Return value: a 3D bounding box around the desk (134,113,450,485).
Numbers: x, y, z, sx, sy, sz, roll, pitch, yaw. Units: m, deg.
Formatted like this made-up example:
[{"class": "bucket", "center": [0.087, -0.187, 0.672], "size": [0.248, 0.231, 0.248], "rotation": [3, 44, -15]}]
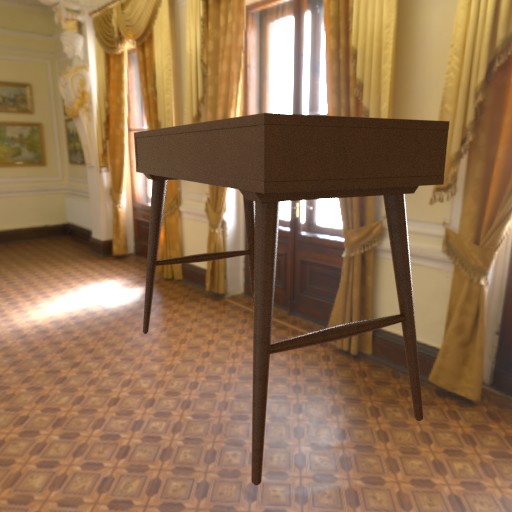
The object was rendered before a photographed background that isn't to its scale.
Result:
[{"class": "desk", "center": [0.000, 0.000, 1.366], "size": [0.510, 0.758, 0.949], "rotation": [-7, 15, -27]}]
